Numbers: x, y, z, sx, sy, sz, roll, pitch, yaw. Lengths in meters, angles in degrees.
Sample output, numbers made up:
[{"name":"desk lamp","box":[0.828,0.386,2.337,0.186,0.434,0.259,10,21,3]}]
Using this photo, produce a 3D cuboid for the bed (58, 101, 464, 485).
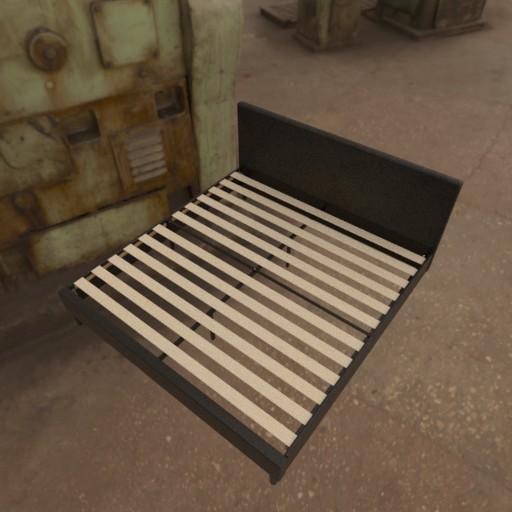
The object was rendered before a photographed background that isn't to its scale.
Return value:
[{"name":"bed","box":[0.000,0.000,3.305,2.018,1.046,2.152,29,51,26]}]
